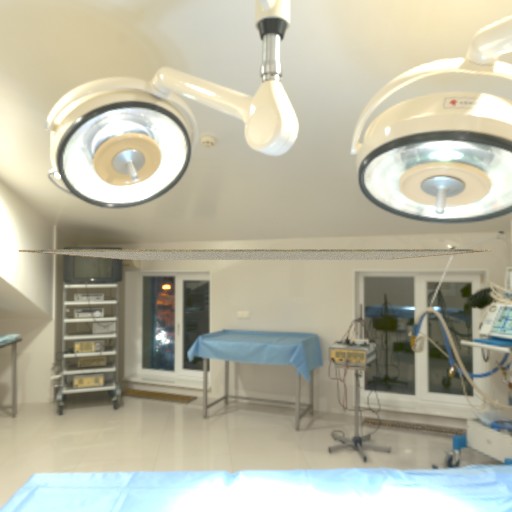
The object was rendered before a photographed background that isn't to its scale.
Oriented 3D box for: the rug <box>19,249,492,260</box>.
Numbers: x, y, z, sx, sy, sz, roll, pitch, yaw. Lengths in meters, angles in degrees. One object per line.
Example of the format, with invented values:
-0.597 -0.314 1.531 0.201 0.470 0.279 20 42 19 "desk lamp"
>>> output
0.000 0.000 2.236 1.730 0.009 1.278 0 -2 1 "rug"
